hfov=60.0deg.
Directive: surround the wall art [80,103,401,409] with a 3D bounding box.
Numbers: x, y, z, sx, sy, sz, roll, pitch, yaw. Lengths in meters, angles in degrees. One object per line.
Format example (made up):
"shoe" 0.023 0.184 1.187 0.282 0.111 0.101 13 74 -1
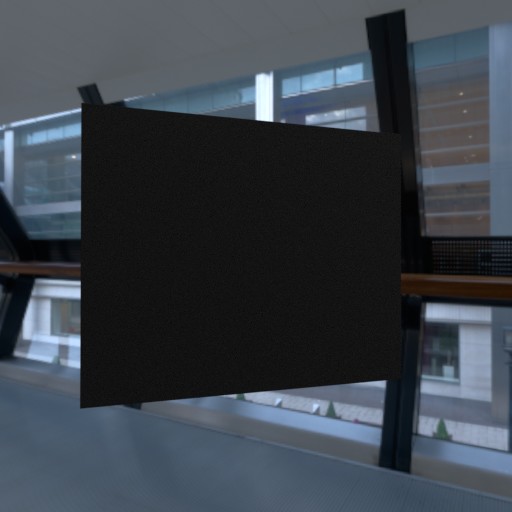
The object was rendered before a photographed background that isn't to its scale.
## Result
"wall art" 0.000 0.000 0.759 0.558 0.457 0.031 0 -1 -17
